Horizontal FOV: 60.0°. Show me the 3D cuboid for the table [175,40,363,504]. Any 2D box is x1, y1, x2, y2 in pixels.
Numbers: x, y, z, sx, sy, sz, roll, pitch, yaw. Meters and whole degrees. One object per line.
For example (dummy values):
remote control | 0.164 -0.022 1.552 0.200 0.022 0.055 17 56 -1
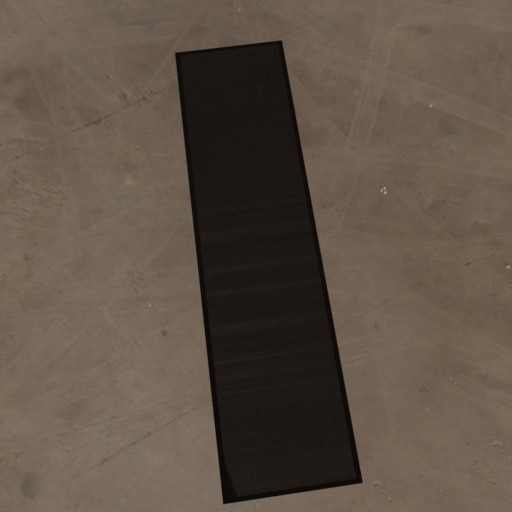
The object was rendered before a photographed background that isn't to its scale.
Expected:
table | 0.000 0.000 1.611 0.399 0.395 1.486 -8 75 -2
